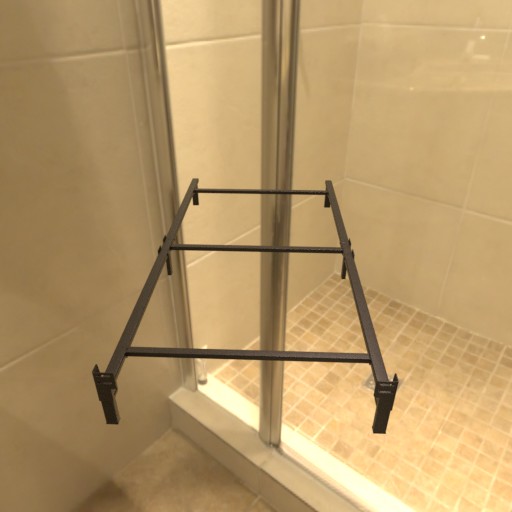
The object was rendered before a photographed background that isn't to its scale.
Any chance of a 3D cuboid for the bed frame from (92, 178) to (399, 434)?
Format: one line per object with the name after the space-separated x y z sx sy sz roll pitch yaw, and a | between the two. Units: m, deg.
0.000 0.000 2.261 0.968 0.248 1.897 1 31 2 | bed frame
